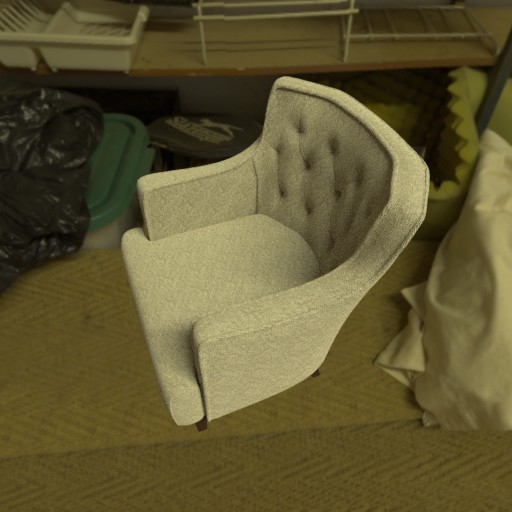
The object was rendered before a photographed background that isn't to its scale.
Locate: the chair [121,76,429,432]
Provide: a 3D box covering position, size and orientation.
[{"bbox_3d":[0.000,0.000,1.635,0.910,0.920,0.820,-17,49,-15],"label":"chair"}]
